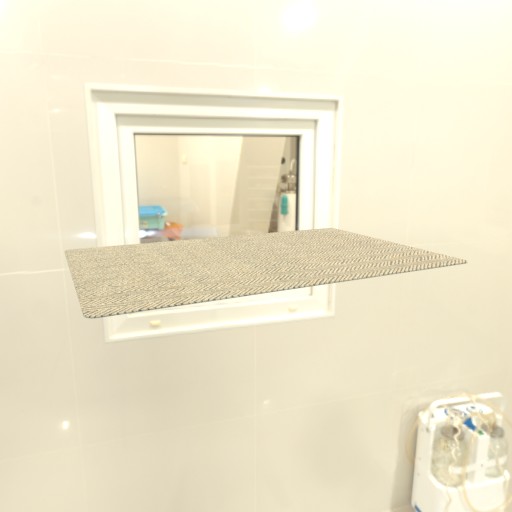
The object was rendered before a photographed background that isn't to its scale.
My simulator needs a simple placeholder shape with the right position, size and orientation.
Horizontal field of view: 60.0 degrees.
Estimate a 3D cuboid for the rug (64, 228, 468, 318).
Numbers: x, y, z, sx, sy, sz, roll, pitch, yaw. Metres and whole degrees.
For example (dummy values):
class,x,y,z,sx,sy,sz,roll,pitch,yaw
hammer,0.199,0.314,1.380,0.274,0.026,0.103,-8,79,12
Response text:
class,x,y,z,sx,sy,sz,roll,pitch,yaw
rug,0.000,0.000,2.267,1.752,0.008,1.144,-6,14,-25
